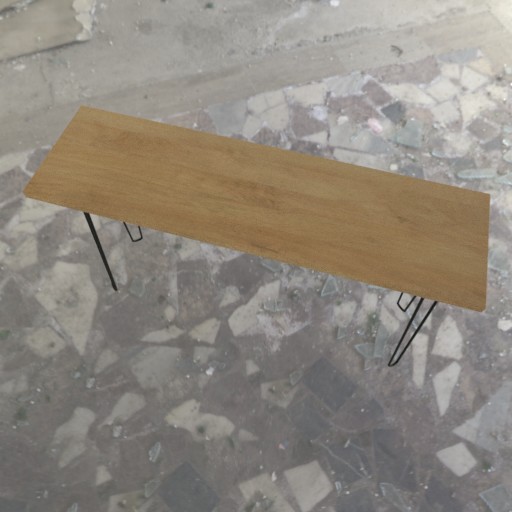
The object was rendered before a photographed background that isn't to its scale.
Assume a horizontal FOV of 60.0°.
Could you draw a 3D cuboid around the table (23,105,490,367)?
[{"bbox_3d":[0.000,0.000,1.724,1.400,0.799,0.399,14,62,8],"label":"table"}]
